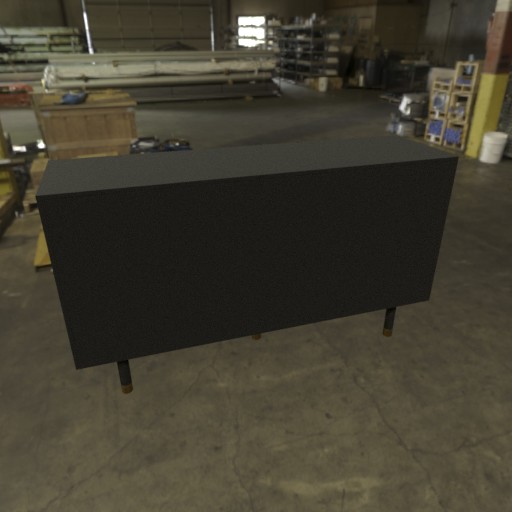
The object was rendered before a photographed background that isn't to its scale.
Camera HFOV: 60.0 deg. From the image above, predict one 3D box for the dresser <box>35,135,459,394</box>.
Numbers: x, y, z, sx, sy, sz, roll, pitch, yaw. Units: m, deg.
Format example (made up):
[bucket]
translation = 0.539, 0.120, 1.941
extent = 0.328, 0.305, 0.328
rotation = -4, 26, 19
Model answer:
[dresser]
translation = 0.000, 0.000, 1.952
extent = 1.558, 0.872, 0.463
rotation = -8, 28, -16
